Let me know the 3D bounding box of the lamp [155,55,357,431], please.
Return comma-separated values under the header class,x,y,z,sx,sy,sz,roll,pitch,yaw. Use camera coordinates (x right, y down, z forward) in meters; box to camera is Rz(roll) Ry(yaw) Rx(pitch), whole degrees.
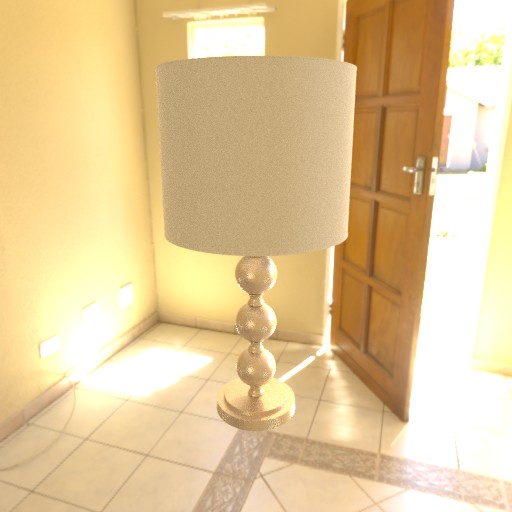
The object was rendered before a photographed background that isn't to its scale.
class,x,y,z,sx,sy,sz,roll,pitch,yaw
lamp,0.000,0.000,0.692,0.277,0.538,0.277,3,17,9
